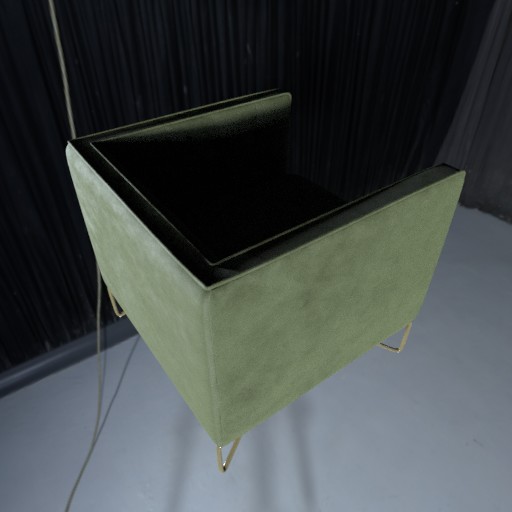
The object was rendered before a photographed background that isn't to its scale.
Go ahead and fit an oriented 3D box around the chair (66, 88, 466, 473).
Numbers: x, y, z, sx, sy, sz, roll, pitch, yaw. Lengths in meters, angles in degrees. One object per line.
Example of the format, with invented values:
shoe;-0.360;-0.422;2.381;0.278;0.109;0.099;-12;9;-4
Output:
chair;0.000;0.000;1.558;0.894;0.790;0.880;-25;45;-27
